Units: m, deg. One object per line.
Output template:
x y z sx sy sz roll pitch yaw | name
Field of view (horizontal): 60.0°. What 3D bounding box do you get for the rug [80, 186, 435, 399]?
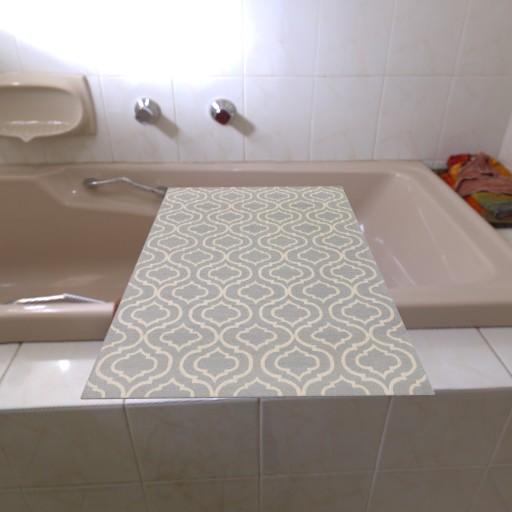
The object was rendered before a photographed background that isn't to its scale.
0.000 0.000 2.169 1.141 0.015 1.749 0 31 0 | rug
